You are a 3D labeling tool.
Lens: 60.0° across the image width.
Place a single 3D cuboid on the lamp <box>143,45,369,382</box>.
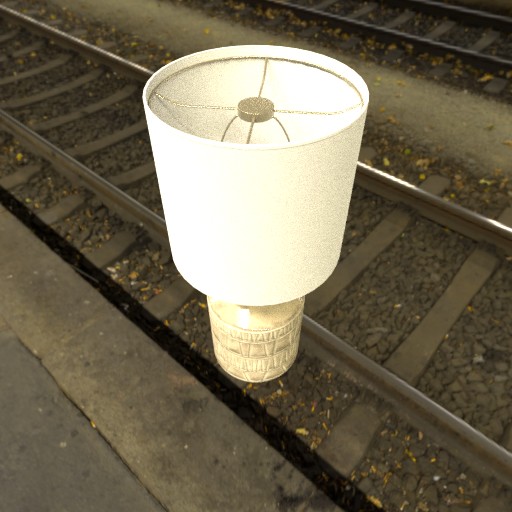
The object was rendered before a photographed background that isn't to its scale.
[{"bbox_3d":[0.000,0.000,0.581,0.211,0.455,0.211,15,47,14],"label":"lamp"}]
